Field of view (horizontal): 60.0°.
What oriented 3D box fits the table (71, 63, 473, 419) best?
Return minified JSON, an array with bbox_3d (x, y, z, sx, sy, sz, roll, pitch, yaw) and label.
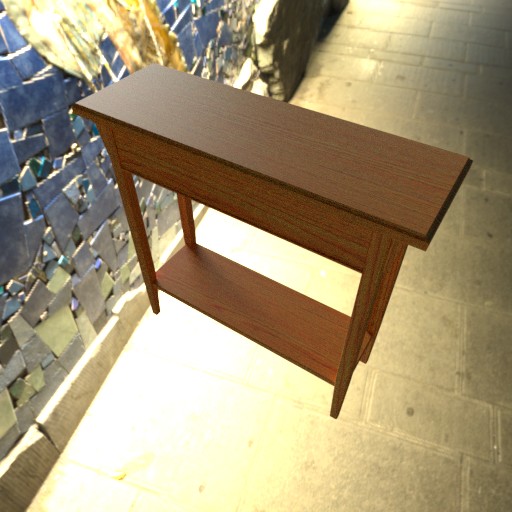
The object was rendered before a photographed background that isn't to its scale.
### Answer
[{"bbox_3d":[0.000,0.000,1.112,0.762,0.711,0.254,25,51,22],"label":"table"}]
